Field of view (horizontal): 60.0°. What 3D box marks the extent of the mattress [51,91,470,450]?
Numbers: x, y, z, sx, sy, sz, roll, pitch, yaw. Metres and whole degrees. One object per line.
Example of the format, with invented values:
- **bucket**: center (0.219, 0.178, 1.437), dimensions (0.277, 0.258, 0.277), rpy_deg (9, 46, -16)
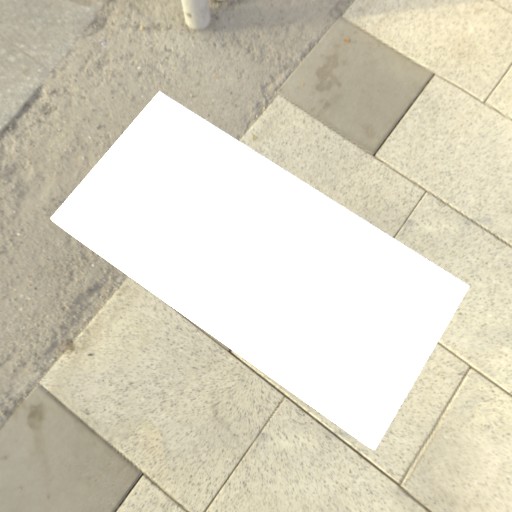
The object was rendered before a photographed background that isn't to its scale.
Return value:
- **mattress**: center (0.000, 0.000, 2.257), dimensions (1.900, 0.200, 0.900), rpy_deg (34, 78, 8)
